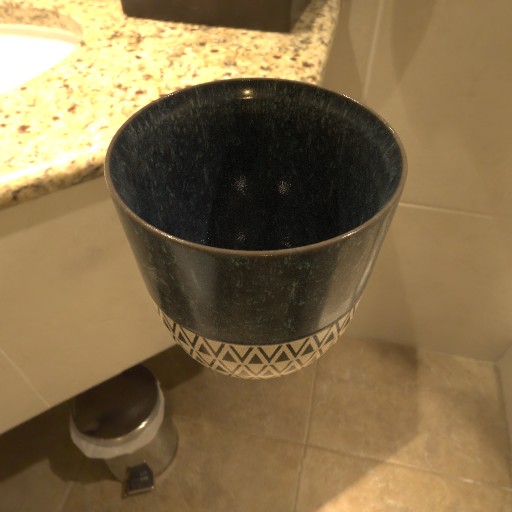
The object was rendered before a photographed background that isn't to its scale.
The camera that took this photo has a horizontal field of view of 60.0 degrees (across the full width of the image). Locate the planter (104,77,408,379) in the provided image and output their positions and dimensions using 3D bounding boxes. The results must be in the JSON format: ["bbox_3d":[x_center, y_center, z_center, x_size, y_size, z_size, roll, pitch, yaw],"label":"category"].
[{"bbox_3d":[0.000,0.000,0.369,0.195,0.214,0.195,0,47,0],"label":"planter"}]
